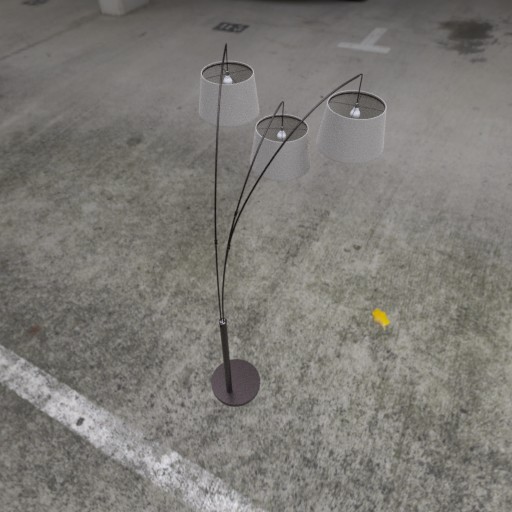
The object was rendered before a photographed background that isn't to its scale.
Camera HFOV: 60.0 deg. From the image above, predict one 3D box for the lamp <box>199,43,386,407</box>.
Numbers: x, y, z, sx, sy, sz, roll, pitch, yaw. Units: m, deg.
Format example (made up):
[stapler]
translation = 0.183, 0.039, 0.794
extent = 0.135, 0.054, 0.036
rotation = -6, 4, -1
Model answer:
[lamp]
translation = 0.000, 0.000, 2.441
extent = 0.951, 1.950, 0.924
rotation = 22, 51, 19
